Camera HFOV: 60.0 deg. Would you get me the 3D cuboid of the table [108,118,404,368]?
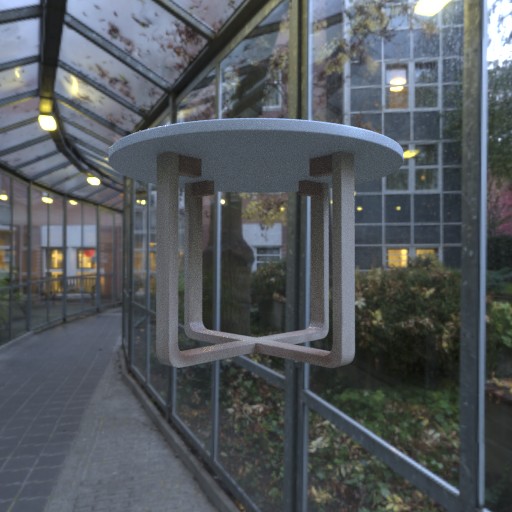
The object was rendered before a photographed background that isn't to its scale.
[{"bbox_3d":[0.000,0.000,0.948,0.600,0.400,0.600,0,-1,0],"label":"table"}]
